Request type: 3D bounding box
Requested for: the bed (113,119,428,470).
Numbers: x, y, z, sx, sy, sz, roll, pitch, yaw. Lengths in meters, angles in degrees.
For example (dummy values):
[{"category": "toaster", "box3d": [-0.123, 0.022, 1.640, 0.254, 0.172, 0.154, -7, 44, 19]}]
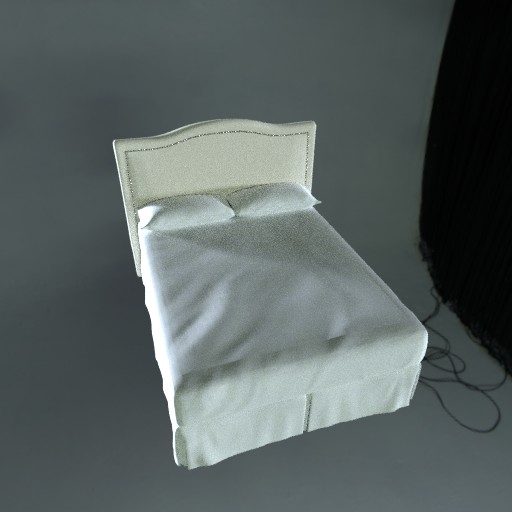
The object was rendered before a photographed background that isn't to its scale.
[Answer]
[{"category": "bed", "box3d": [0.000, 0.000, 3.300, 1.753, 1.460, 2.143, -10, 35, -15]}]
